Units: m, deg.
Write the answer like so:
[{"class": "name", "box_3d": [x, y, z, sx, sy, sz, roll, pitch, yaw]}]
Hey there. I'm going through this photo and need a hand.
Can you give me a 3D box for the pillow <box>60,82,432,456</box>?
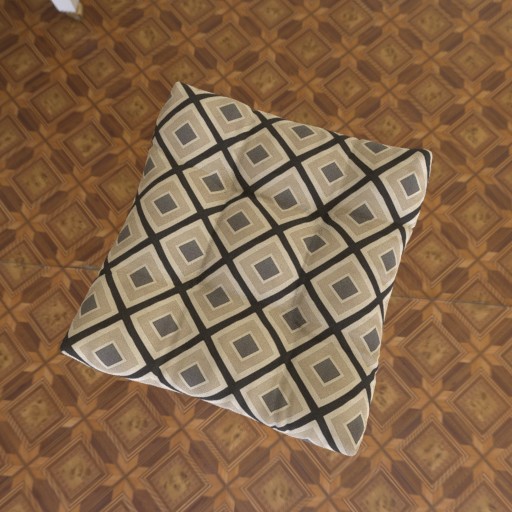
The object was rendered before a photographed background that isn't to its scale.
[{"class": "pillow", "box_3d": [0.000, 0.000, 0.719, 0.468, 0.128, 0.490, 18, 77, 4]}]
